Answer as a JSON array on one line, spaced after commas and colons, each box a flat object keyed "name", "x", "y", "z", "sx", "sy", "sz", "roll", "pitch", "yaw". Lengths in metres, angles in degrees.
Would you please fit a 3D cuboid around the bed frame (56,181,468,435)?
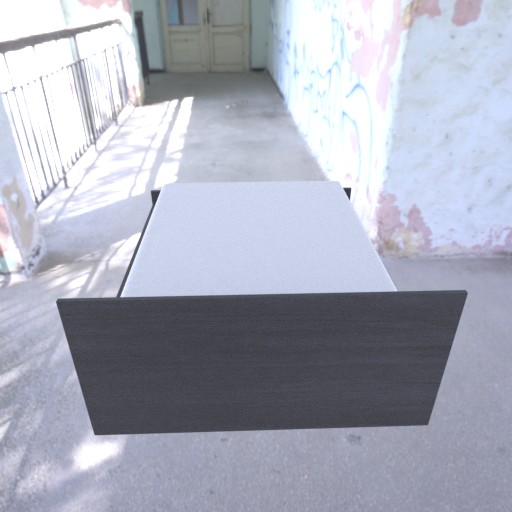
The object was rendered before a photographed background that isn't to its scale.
[{"name": "bed frame", "x": 0.000, "y": 0.000, "z": 2.787, "sx": 1.622, "sy": 0.800, "sz": 1.960, "roll": -1, "pitch": 31, "yaw": -2}]
